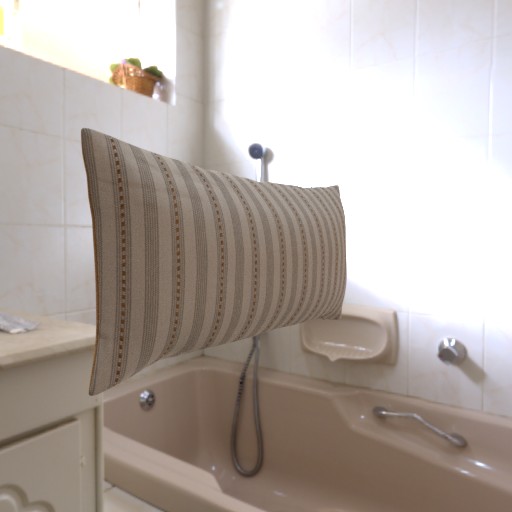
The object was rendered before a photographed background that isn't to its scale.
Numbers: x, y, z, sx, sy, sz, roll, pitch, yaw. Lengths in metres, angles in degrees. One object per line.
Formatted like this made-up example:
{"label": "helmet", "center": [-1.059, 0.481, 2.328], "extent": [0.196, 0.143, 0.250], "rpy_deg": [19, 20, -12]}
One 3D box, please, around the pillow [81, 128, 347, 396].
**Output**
{"label": "pillow", "center": [0.000, 0.000, 0.719], "extent": [0.151, 0.291, 0.608], "rpy_deg": [1, 2, 37]}
